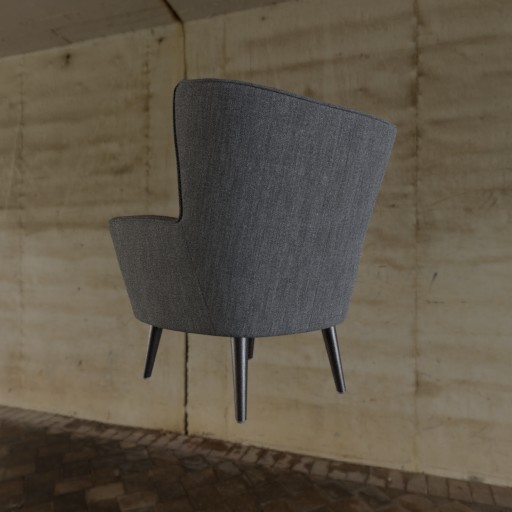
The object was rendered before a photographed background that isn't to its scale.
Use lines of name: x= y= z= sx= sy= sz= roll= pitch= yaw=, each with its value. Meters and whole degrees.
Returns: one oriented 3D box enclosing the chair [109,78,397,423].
chair: x=0.000 y=0.000 z=1.540 sx=0.781 sy=0.933 sz=0.888 roll=0 pitch=1 yaw=-38
